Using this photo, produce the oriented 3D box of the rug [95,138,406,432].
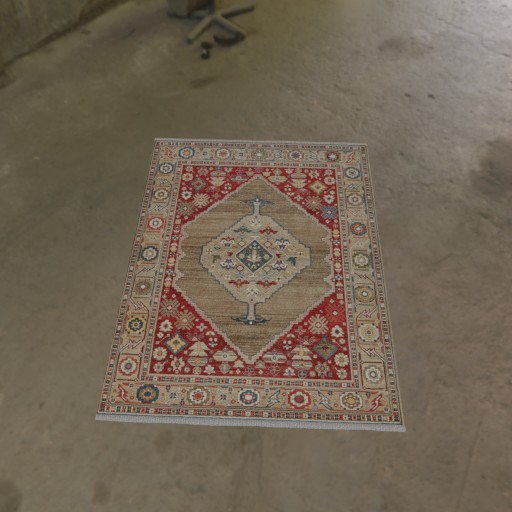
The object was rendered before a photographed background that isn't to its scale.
[{"bbox_3d":[0.000,0.000,4.299,2.451,0.008,3.143,2,59,1],"label":"rug"}]
